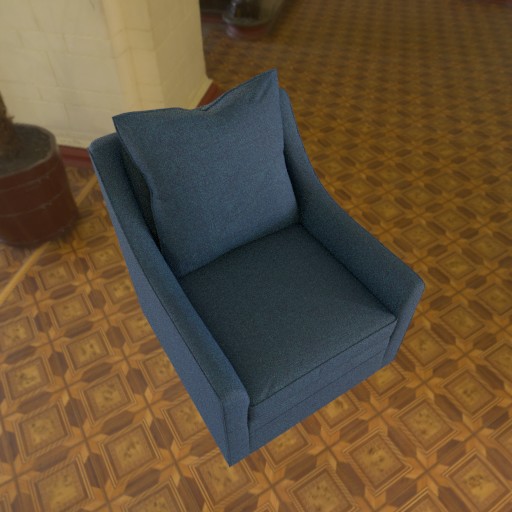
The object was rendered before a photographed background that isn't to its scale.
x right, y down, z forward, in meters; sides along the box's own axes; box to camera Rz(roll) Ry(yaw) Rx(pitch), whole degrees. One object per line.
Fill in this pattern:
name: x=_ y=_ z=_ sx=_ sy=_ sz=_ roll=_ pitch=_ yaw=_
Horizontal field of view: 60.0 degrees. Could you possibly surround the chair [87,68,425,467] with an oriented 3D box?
chair: x=0.000 y=0.000 z=1.545 sx=0.750 sy=0.939 sz=0.870 roll=-25 pitch=52 yaw=-21
